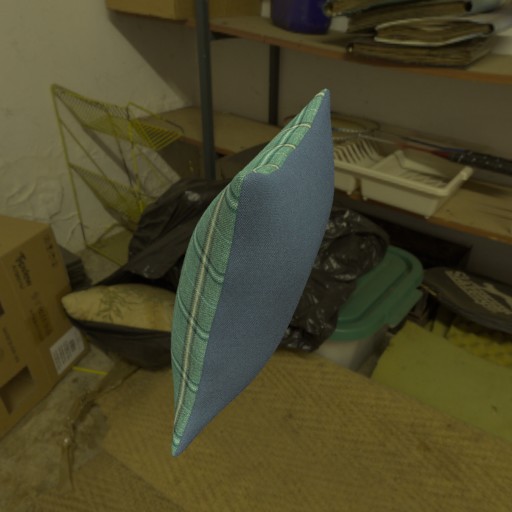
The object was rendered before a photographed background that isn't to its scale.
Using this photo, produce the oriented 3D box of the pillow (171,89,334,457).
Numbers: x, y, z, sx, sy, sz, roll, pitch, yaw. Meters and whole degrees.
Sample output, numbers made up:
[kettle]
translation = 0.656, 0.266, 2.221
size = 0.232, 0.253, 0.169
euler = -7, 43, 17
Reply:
[pillow]
translation = 0.000, 0.000, 0.687
size = 0.200, 0.430, 0.453
euler = 9, 31, 15
